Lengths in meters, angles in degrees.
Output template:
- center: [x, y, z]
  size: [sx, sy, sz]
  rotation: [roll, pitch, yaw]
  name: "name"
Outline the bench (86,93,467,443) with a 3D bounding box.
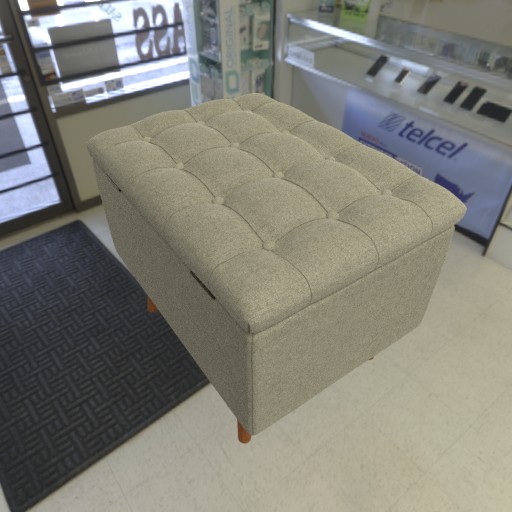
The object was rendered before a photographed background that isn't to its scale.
- center: [0.000, 0.000, 0.898]
  size: [0.417, 0.469, 0.572]
  rotation: [-25, 46, -26]
  name: "bench"
